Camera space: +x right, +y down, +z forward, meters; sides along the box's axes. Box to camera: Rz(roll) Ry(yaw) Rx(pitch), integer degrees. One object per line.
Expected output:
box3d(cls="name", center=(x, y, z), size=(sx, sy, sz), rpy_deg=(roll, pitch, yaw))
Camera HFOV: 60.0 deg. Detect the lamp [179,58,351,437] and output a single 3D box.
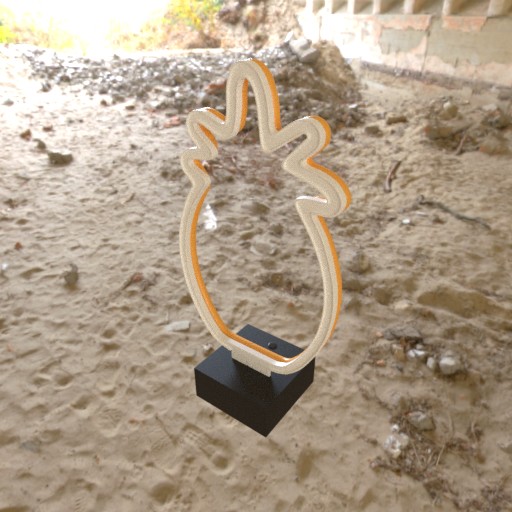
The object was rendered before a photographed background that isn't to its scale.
box3d(cls="lamp", center=(0.000, 0.000, 0.389), size=(0.167, 0.317, 0.088), rpy_deg=(19, 34, 31))
